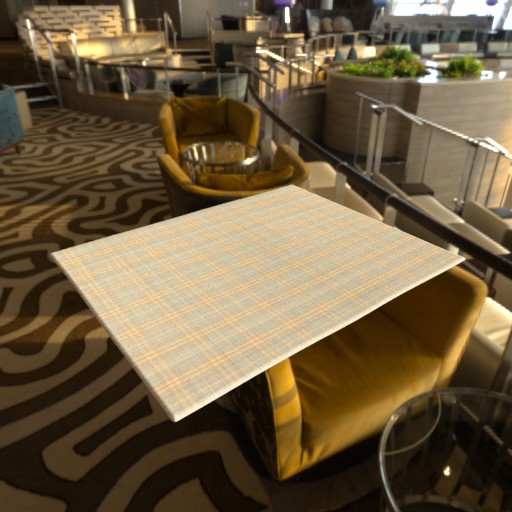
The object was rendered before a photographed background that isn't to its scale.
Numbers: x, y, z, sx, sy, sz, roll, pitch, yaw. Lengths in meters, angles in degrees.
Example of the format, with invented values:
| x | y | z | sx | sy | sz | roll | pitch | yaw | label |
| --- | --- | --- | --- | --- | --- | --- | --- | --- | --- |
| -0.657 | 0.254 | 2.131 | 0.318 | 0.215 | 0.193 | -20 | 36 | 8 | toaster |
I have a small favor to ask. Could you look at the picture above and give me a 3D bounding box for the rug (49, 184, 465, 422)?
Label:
| x | y | z | sx | sy | sz | roll | pitch | yaw | label |
| --- | --- | --- | --- | --- | --- | --- | --- | --- | --- |
| 0.000 | 0.000 | 4.159 | 3.066 | 0.030 | 2.462 | -21 | 35 | -32 | rug |
